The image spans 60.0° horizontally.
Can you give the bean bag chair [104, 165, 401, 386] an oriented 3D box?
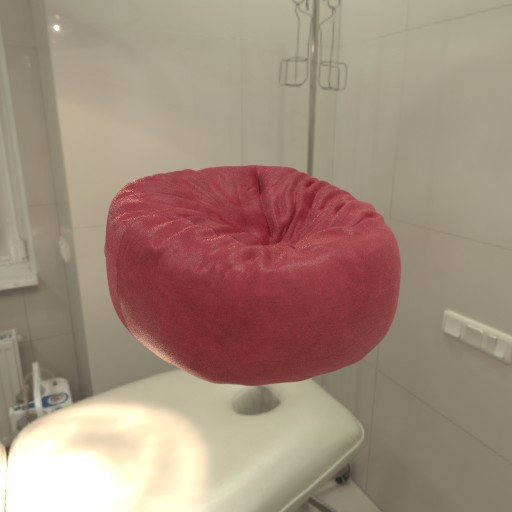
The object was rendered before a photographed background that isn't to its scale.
[{"bbox_3d":[0.000,0.000,2.410,1.524,0.878,1.524,-8,19,-26],"label":"bean bag chair"}]
